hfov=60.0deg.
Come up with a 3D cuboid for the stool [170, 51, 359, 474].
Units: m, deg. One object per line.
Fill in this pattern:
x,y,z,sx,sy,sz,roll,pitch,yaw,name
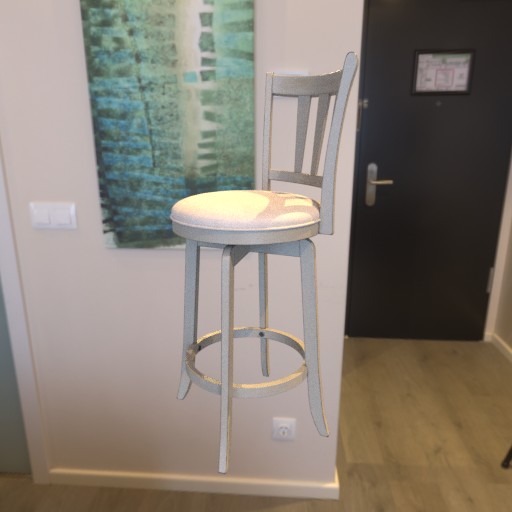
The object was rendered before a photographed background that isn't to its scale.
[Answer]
0.000,0.000,1.276,0.475,1.042,0.436,-8,17,-25,stool
